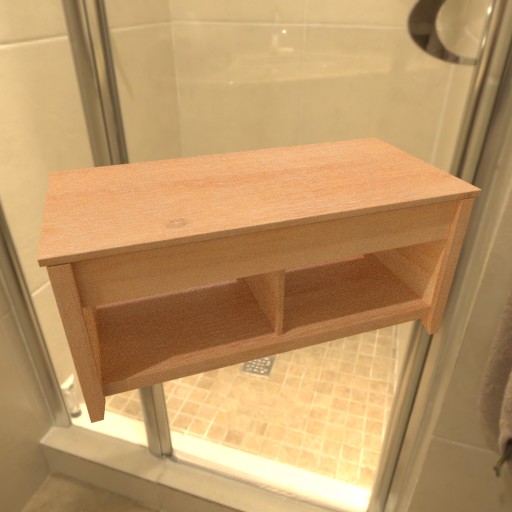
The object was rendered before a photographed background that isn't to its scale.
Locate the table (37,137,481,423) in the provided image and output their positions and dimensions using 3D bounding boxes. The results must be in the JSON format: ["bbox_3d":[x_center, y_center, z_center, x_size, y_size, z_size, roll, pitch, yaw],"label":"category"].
[{"bbox_3d":[0.000,0.000,1.267,1.016,0.457,0.483,-10,32,-16],"label":"table"}]
